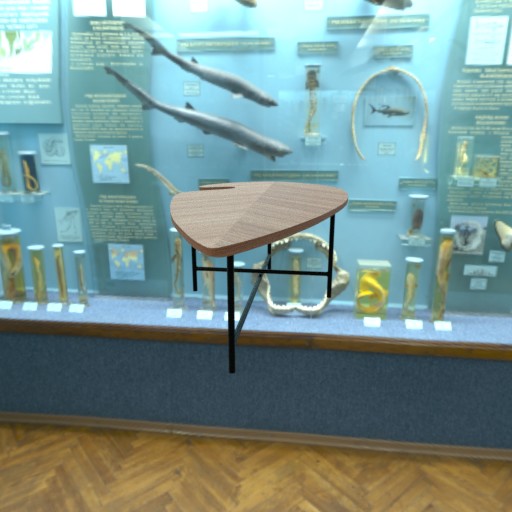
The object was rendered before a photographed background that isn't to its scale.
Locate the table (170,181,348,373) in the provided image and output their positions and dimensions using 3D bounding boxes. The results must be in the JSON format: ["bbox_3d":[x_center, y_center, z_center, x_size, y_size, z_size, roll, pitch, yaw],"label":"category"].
[{"bbox_3d":[0.000,0.000,1.454,0.598,0.360,1.199,2,16,8],"label":"table"}]
